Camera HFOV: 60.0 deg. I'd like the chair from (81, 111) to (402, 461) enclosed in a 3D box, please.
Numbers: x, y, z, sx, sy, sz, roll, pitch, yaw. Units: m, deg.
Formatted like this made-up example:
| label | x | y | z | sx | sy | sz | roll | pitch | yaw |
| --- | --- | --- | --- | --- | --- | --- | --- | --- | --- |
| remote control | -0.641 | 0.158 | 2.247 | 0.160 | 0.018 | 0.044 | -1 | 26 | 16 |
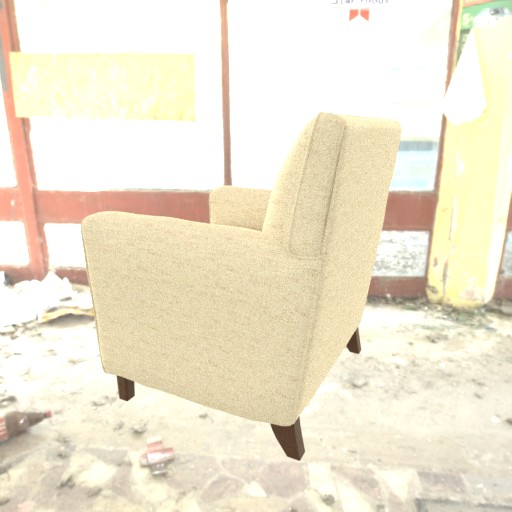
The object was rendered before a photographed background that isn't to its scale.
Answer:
| label | x | y | z | sx | sy | sz | roll | pitch | yaw |
| --- | --- | --- | --- | --- | --- | --- | --- | --- | --- |
| chair | 0.000 | 0.000 | 1.578 | 0.823 | 0.943 | 0.870 | 8 | 18 | 25 |
